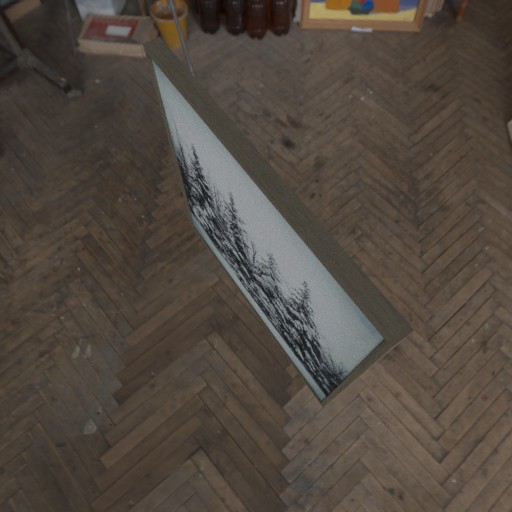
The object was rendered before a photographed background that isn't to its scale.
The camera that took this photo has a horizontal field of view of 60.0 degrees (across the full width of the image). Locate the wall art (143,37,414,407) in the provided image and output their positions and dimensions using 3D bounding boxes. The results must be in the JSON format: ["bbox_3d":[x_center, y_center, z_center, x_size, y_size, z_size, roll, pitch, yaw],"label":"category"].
[{"bbox_3d":[0.000,0.000,1.121,0.039,0.758,0.758,-32,69,-14],"label":"wall art"}]
